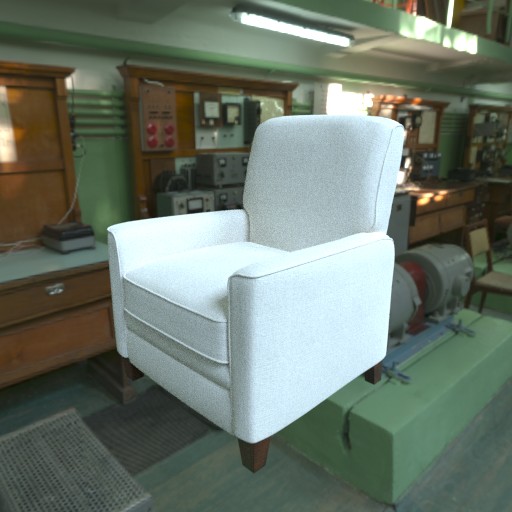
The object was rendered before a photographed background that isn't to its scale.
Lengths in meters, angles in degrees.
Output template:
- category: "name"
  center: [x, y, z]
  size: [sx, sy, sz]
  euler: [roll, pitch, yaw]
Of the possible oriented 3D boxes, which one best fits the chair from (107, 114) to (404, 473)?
- category: "chair"
  center: [0.000, 0.000, 1.672]
  size: [0.858, 1.028, 0.841]
  euler: [-15, 22, -43]
